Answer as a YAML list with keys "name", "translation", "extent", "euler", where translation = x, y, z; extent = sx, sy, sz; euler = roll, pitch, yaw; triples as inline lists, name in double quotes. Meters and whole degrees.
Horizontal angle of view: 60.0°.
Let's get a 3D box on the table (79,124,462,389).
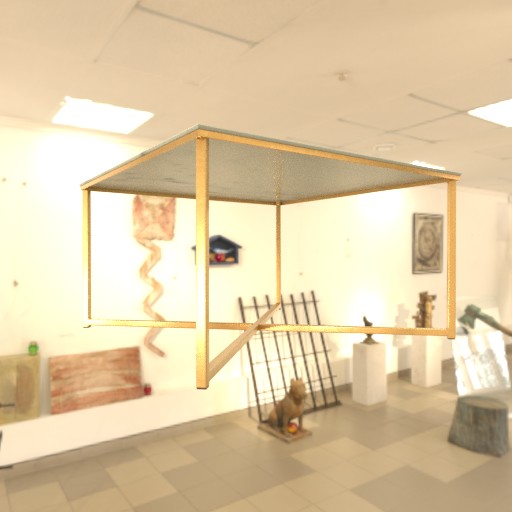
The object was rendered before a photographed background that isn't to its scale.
- name: "table"
  translation: [0.000, 0.000, 1.298]
  extent: [0.800, 0.450, 0.800]
  euler: [0, 1, -35]
